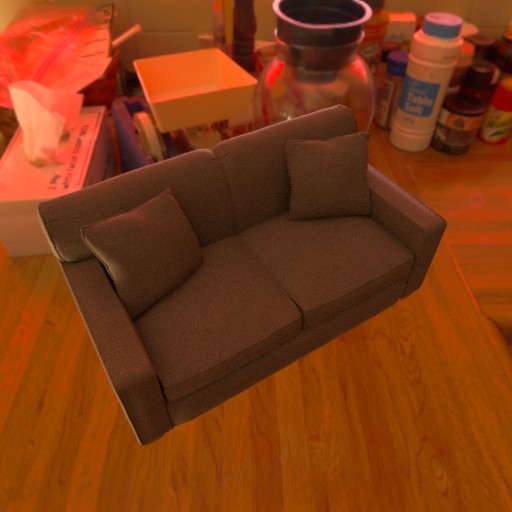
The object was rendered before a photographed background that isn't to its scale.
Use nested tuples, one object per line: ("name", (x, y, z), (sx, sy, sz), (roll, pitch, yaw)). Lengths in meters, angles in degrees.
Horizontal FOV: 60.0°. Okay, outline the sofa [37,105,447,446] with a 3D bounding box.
("sofa", (0.000, 0.000, 2.401), (1.846, 0.958, 1.000), (-24, 51, -21))
